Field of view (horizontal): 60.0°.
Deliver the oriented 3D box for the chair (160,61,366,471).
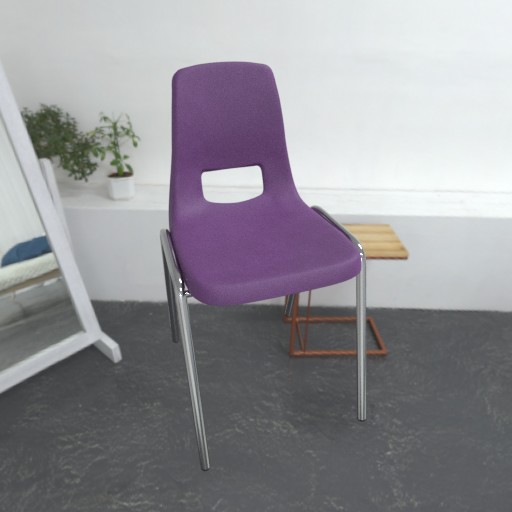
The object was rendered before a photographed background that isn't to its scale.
[{"bbox_3d":[0.000,0.000,0.935,0.381,0.704,0.432,-10,33,-16],"label":"chair"}]
